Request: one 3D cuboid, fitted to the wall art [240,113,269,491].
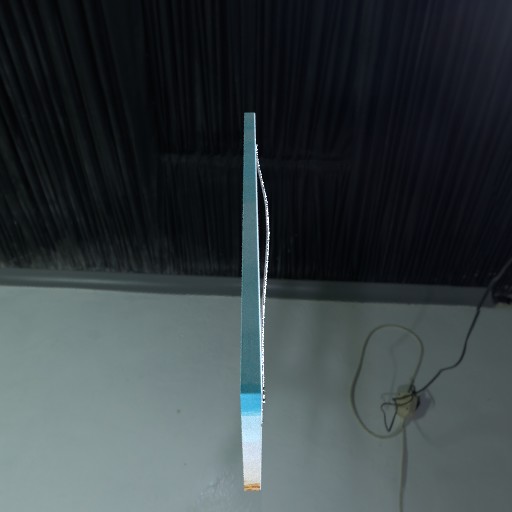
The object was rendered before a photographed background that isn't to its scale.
[{"bbox_3d":[0.000,0.000,0.852,0.044,0.254,0.759,0,41,-1],"label":"wall art"}]
